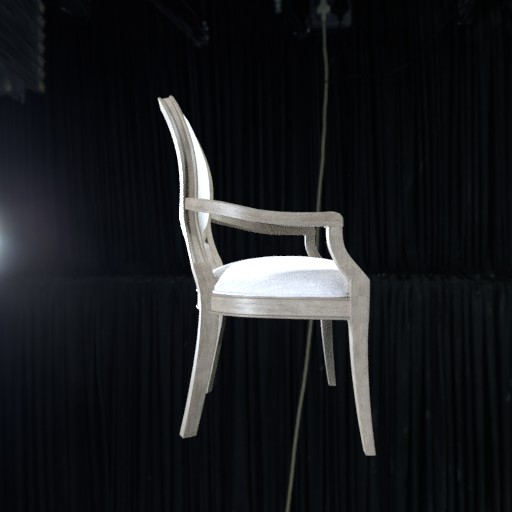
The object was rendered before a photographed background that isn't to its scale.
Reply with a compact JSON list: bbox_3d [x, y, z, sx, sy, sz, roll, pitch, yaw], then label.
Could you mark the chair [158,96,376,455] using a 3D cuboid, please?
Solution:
[{"bbox_3d":[0.000,0.000,1.408,0.602,0.991,0.611,0,0,0],"label":"chair"}]
